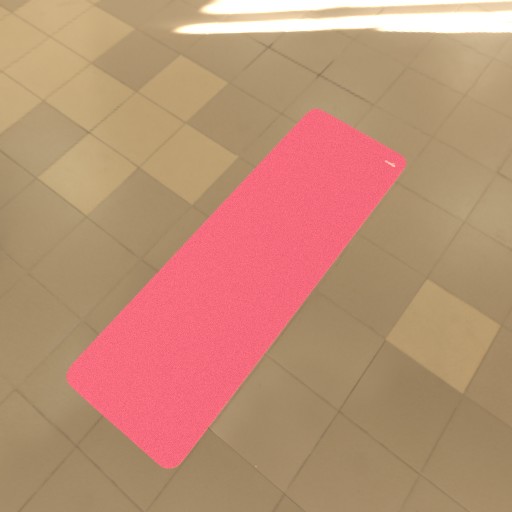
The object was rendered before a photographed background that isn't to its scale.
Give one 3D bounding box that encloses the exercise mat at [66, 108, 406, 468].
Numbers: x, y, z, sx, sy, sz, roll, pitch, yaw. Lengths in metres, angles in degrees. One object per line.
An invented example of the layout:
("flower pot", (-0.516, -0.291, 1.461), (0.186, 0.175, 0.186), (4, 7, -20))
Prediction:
("exercise mat", (0.000, 0.000, 2.096), (0.616, 0.021, 1.884), (35, 69, 15))
